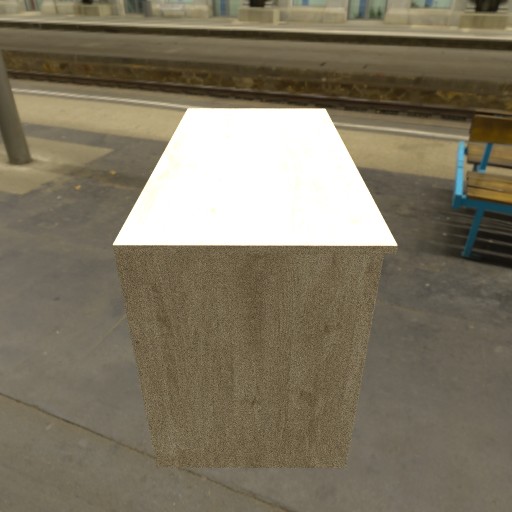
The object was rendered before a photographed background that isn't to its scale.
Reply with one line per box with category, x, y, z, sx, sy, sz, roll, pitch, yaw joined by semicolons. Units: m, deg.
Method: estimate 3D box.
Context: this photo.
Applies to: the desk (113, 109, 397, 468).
desk;0.000;0.000;1.530;0.560;0.730;1.100;0;32;0
